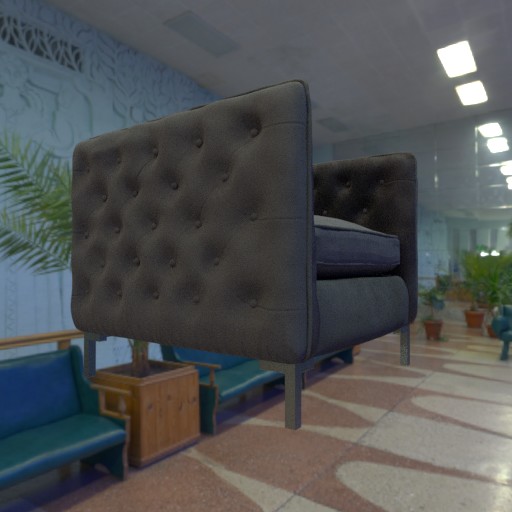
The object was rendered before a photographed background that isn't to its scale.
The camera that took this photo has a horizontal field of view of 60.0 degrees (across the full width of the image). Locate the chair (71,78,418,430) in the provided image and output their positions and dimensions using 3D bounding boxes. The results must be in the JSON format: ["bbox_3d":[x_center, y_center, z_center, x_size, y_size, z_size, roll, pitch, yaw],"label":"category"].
[{"bbox_3d":[0.000,0.000,1.582,0.913,0.807,0.946,-1,-1,36],"label":"chair"}]
